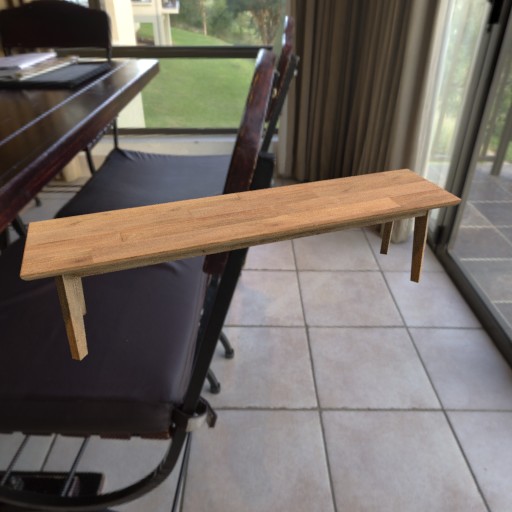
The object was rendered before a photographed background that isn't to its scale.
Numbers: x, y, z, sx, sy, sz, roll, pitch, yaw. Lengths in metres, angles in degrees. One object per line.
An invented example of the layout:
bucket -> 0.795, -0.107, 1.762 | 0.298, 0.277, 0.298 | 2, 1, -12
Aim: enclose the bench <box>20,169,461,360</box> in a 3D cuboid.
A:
bench -> 0.000, 0.000, 1.889 | 1.698, 0.431, 0.378 | -11, 34, -16
